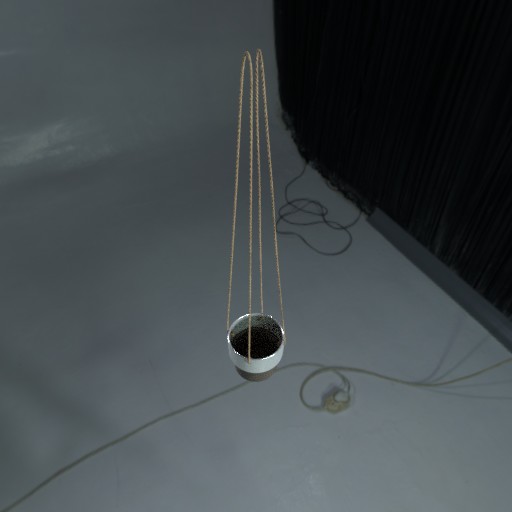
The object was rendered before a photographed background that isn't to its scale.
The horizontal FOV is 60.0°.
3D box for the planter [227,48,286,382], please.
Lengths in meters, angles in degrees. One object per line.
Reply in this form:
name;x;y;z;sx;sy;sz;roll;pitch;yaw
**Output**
planter;0.000;0.000;1.193;0.187;1.073;0.187;-24;50;-22
